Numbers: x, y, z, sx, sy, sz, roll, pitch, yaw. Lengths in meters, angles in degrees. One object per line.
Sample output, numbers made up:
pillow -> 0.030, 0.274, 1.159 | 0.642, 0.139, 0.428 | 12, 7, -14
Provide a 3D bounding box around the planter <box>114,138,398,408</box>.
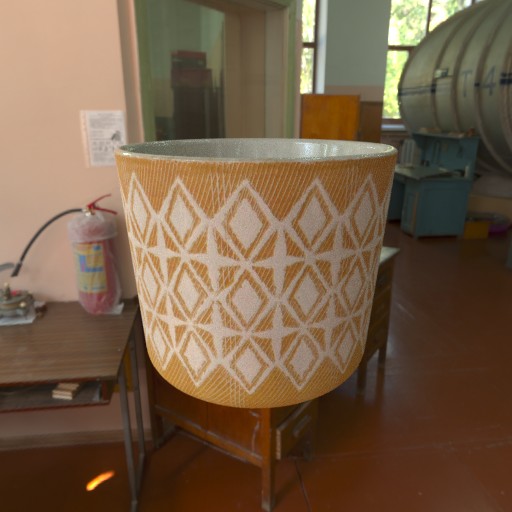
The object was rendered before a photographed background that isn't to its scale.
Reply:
planter -> 0.000, 0.000, 0.340 | 0.193, 0.165, 0.193 | 0, 18, 0
